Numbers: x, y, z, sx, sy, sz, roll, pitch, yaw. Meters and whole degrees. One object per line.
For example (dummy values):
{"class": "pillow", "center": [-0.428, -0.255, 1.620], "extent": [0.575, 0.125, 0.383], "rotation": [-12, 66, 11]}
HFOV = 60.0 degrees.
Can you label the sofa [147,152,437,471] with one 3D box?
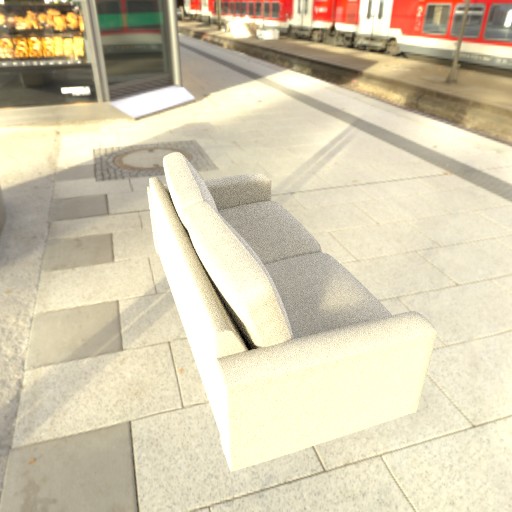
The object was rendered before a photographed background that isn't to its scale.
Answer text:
{"class": "sofa", "center": [0.000, 0.000, 2.756], "extent": [1.016, 0.873, 2.179], "rotation": [-10, 32, -17]}
